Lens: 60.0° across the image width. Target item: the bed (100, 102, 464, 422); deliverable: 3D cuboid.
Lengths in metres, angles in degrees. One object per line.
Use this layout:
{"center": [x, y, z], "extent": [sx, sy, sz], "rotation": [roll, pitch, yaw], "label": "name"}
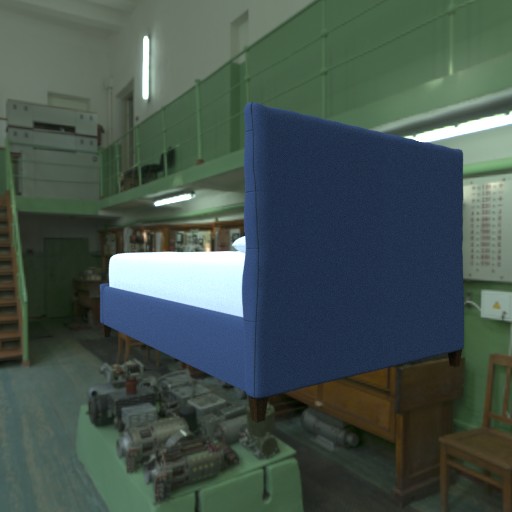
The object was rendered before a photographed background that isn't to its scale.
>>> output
{"center": [0.000, 0.000, 3.386], "extent": [1.706, 1.427, 2.387], "rotation": [-1, 1, -35], "label": "bed"}
